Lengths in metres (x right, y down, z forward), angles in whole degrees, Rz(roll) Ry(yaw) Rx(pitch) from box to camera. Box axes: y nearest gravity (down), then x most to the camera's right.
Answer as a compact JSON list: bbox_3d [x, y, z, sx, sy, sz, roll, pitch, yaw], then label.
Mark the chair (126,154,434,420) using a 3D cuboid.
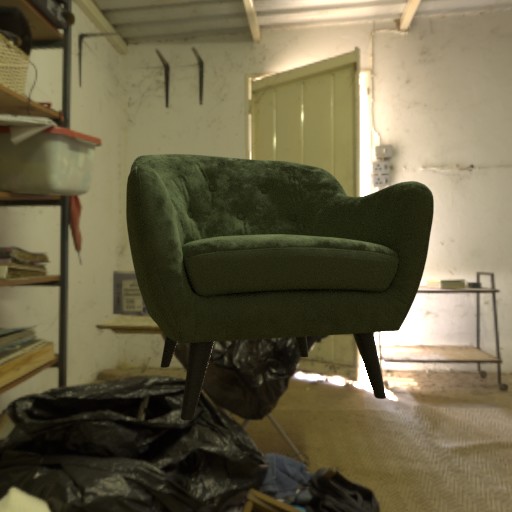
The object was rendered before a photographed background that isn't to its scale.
[{"bbox_3d":[0.000,0.000,1.476,0.840,0.804,0.819,0,0,-17],"label":"chair"}]
